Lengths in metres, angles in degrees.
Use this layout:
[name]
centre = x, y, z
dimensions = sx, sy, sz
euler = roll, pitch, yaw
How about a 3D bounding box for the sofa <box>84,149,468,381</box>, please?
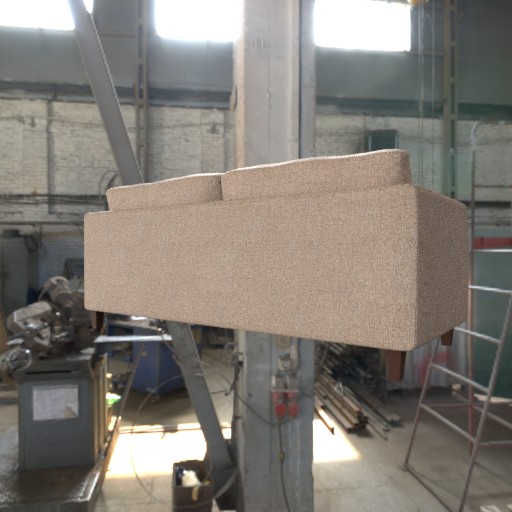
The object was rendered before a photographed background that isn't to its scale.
[sofa]
centre = 0.000, 0.000, 2.675
dimensions = 2.208, 0.965, 0.951
euler = 0, 0, 36
